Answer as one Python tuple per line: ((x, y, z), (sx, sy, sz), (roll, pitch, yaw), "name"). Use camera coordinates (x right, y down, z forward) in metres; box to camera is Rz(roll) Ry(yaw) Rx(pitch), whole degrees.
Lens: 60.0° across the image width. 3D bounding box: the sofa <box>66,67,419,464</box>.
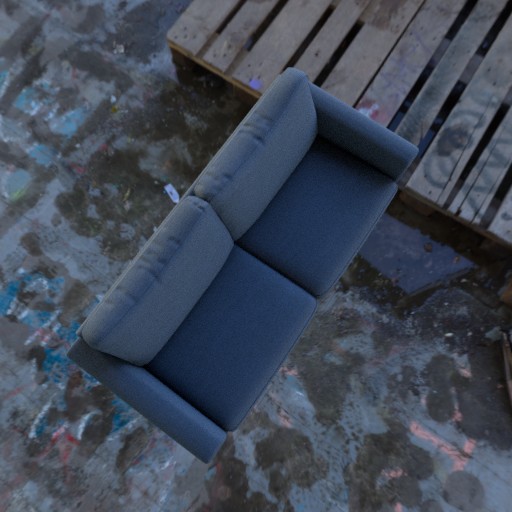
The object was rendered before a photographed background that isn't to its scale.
((0.000, 0.000, 2.372), (0.877, 0.865, 1.900), (34, 79, 8), "sofa")
